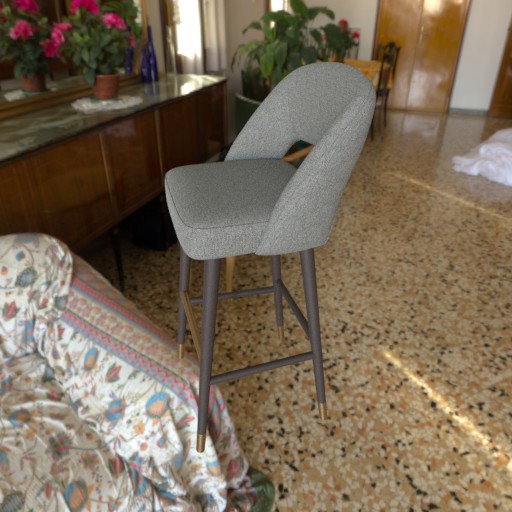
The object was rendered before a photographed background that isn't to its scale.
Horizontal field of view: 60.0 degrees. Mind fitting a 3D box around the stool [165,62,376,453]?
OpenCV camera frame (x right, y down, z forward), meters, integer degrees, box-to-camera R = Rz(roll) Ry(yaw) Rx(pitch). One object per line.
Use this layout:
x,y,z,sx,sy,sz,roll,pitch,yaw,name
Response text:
0.000,0.000,1.377,0.524,1.089,0.536,-8,31,-14,stool
